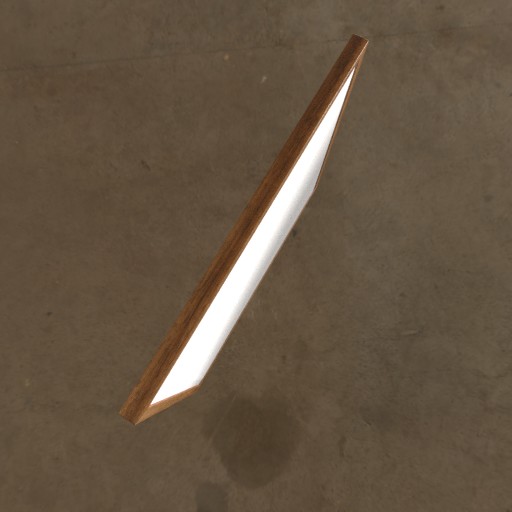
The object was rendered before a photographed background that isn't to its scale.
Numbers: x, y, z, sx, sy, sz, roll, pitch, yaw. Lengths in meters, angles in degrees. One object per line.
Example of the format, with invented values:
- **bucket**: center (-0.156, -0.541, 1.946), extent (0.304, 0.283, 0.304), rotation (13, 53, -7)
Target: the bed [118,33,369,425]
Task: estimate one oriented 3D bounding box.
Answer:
- **bed**: center (0.000, 0.000, 1.456), extent (0.043, 0.940, 1.041), rotation (30, 79, 7)
